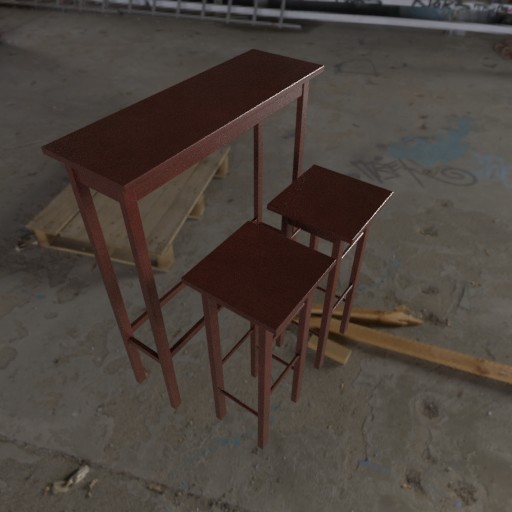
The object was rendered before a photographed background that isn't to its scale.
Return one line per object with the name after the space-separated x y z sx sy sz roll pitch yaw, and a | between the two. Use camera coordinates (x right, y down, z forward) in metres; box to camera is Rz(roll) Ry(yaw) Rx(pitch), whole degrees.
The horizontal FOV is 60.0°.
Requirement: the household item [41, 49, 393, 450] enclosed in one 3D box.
0.000 0.000 1.602 0.676 1.067 0.914 26 48 25 | household item
